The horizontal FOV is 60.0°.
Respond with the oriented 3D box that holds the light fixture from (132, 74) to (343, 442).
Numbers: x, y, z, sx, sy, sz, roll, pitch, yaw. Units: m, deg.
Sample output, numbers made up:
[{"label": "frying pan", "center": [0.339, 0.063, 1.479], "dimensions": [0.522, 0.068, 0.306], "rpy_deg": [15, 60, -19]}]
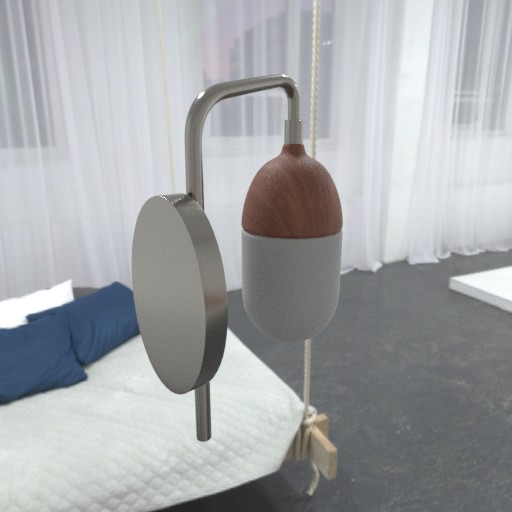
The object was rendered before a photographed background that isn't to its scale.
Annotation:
[{"label": "light fixture", "center": [0.000, 0.000, 0.442], "dimensions": [0.216, 0.343, 0.108], "rpy_deg": [-15, 21, -43]}]
